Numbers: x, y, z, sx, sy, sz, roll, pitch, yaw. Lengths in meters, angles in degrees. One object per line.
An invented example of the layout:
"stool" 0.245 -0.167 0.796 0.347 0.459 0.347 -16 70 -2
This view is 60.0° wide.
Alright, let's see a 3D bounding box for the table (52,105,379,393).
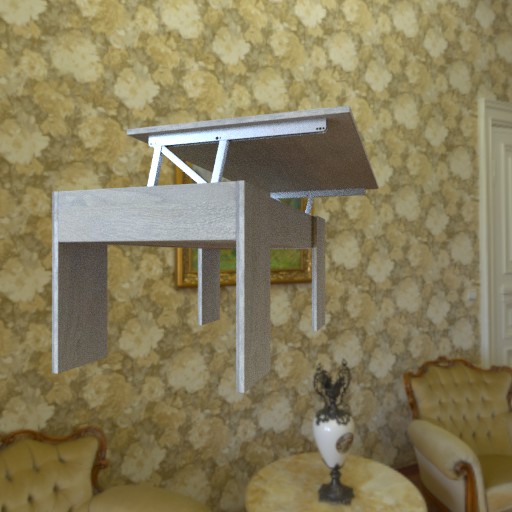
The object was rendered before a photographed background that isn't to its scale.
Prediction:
"table" 0.000 0.000 1.429 0.711 0.570 1.000 0 0 18
